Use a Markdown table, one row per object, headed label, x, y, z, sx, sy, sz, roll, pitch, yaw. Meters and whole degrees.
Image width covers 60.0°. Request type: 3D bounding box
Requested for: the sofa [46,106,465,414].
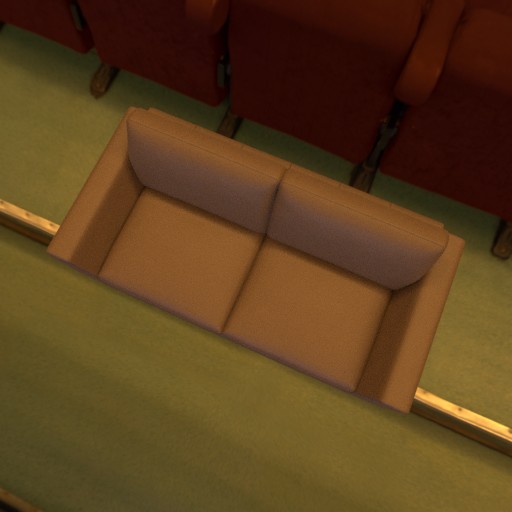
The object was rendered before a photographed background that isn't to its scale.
| label | x | y | z | sx | sy | sz | roll | pitch | yaw |
| --- | --- | --- | --- | --- | --- | --- | --- | --- | --- |
| sofa | 0.000 | 0.000 | 2.475 | 2.017 | 0.875 | 0.953 | 23 | 77 | 6 |
